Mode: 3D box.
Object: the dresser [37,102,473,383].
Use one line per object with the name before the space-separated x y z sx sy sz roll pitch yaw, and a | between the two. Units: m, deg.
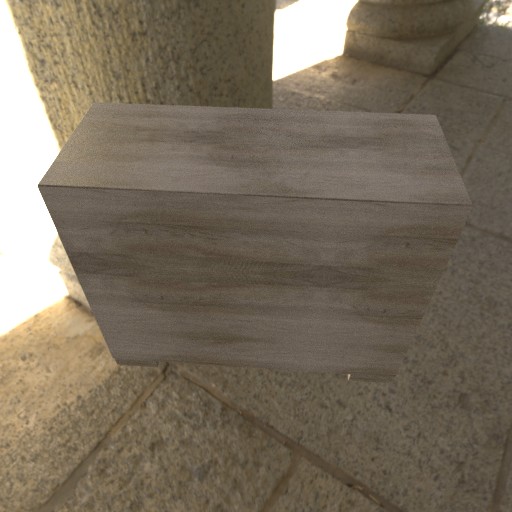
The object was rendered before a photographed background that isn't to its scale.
dresser | 0.000 0.000 1.438 0.994 0.816 0.404 3 46 3
